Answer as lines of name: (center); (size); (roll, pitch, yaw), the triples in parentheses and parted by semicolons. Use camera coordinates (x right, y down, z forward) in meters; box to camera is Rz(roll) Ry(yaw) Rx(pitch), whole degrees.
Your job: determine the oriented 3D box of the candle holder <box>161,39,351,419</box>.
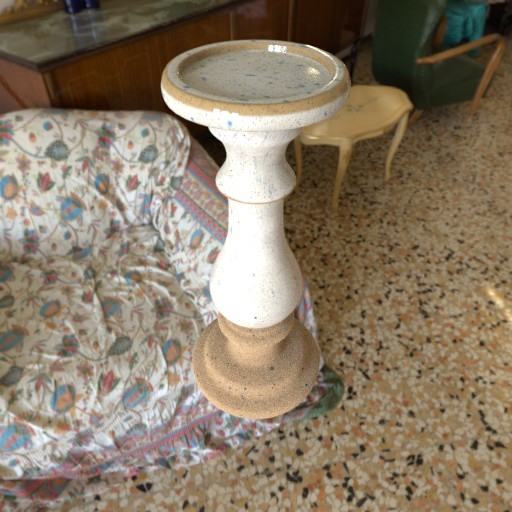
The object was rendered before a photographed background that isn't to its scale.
candle holder: (0.000, 0.000, 0.244); (0.088, 0.203, 0.088); (0, 42, 0)
